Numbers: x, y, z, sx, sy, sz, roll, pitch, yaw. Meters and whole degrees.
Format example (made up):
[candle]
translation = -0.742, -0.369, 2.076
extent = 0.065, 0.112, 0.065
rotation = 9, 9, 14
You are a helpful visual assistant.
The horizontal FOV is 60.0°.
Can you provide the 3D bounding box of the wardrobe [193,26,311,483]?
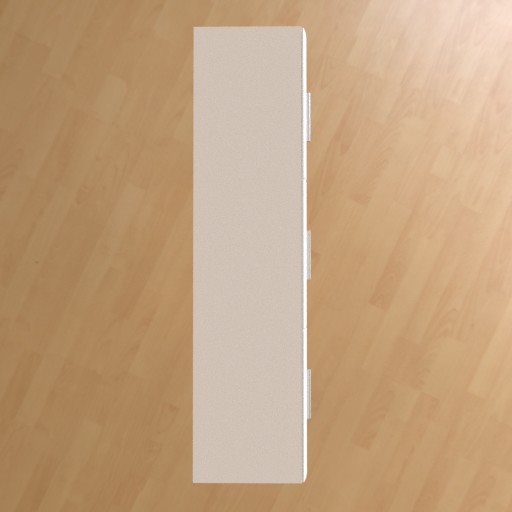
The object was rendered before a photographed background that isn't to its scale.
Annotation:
[wardrobe]
translation = 0.000, 0.000, 1.900
extent = 0.360, 1.200, 1.340
rotation = 0, 89, 0
